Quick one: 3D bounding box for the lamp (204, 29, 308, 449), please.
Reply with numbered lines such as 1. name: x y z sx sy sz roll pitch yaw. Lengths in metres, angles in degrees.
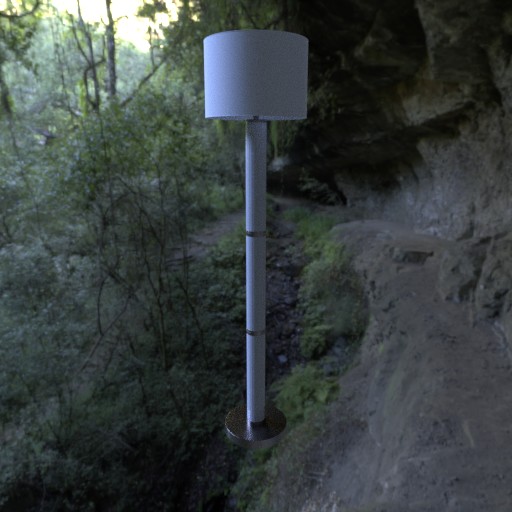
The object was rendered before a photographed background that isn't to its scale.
1. lamp: 0.000 0.000 1.792 0.377 1.599 0.377 14 20 43
